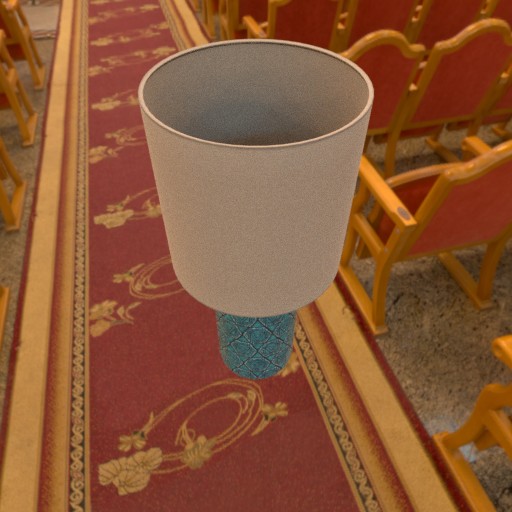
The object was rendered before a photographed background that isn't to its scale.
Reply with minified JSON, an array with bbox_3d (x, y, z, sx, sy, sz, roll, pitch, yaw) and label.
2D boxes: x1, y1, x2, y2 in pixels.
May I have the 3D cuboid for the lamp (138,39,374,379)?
[{"bbox_3d":[0.000,0.000,0.746,0.278,0.597,0.278,-11,47,-10],"label":"lamp"}]
